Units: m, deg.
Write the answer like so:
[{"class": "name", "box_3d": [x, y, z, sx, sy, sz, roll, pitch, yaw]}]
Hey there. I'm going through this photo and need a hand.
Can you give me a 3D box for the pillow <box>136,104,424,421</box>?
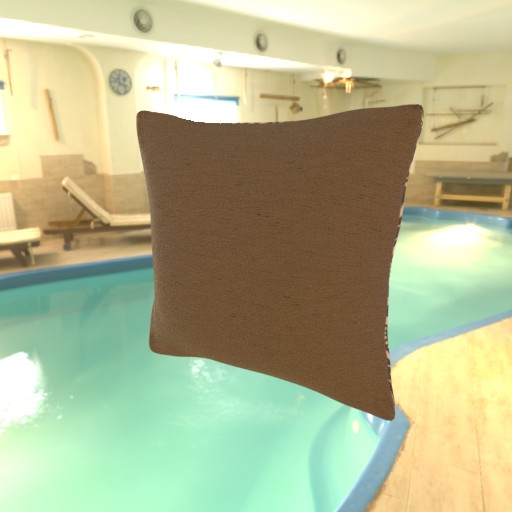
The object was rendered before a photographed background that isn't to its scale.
[{"class": "pillow", "box_3d": [0.000, 0.000, 0.654, 0.436, 0.417, 0.148, 8, 18, 27]}]
